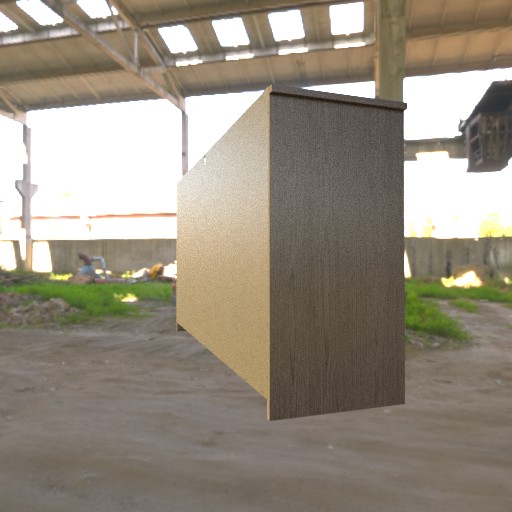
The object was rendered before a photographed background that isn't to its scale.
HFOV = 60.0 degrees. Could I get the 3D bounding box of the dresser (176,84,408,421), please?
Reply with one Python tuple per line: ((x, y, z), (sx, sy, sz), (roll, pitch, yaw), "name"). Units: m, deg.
((0.000, 0.000, 1.691), (0.401, 0.755, 1.360), (0, -1, -19), "dresser")
